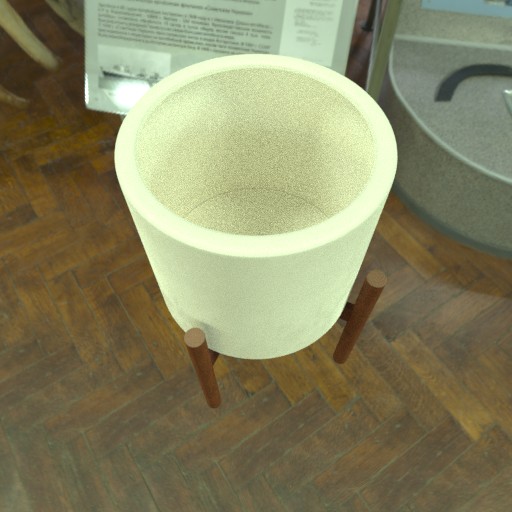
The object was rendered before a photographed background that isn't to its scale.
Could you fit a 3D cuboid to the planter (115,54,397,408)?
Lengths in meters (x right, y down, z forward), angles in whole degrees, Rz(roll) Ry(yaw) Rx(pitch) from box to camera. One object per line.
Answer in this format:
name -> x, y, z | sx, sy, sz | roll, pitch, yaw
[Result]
planter -> 0.000, 0.000, 0.503 | 0.224, 0.358, 0.224 | -17, 59, -10
